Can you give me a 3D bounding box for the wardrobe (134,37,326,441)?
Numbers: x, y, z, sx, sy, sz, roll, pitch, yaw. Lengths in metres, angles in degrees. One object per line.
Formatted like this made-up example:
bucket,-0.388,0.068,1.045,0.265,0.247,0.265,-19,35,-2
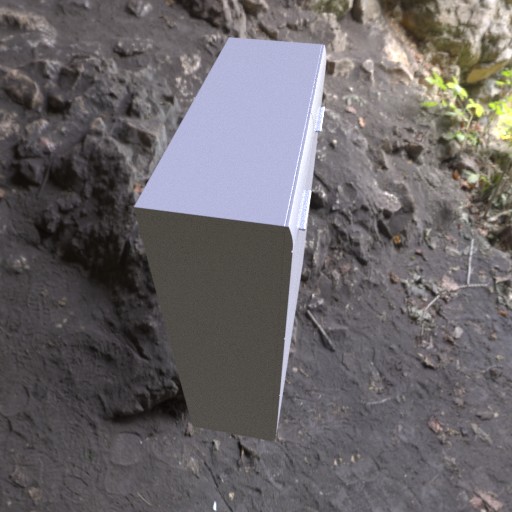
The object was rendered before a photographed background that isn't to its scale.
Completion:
wardrobe,0.000,0.000,1.653,0.360,1.200,0.900,8,48,7
